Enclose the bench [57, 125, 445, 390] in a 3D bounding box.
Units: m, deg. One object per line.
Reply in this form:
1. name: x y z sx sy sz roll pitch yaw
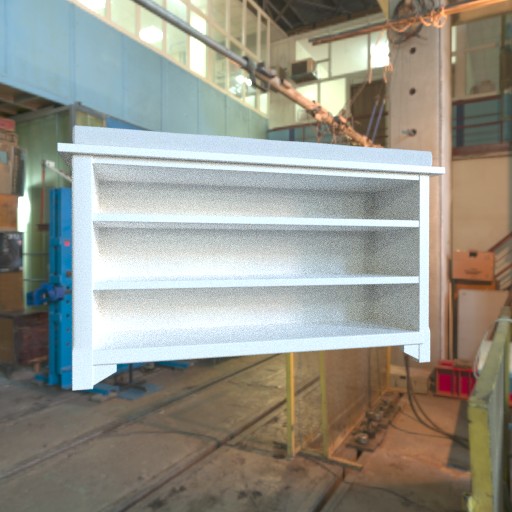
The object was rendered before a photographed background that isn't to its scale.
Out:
1. bench: 0.000 0.000 1.257 0.987 0.589 0.346 0 0 -16
